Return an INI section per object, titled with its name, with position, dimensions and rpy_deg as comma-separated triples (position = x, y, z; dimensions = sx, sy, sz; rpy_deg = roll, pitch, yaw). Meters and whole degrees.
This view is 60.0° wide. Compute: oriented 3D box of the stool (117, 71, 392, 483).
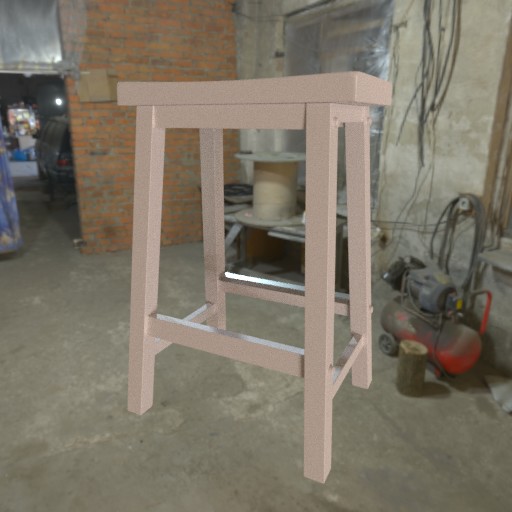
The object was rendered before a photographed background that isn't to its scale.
[stool]
position = 0.000, 0.000, 0.833
dimensions = 0.406, 0.610, 0.322
rpy_deg = 9, 19, 26
